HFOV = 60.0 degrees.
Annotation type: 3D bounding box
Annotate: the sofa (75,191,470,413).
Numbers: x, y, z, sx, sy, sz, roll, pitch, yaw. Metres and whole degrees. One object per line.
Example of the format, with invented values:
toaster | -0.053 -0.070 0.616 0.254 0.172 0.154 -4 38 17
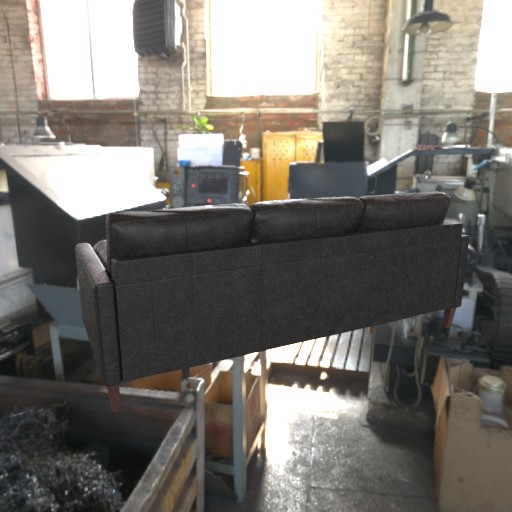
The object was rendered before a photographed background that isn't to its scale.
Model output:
sofa | 0.000 0.000 2.898 2.178 0.876 1.497 -7 16 -26
